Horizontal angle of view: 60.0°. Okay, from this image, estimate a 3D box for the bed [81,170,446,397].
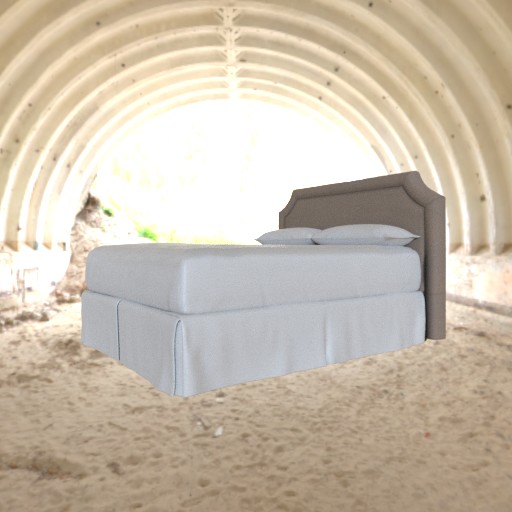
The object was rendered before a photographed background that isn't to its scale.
[{"bbox_3d":[0.000,0.000,3.336,2.164,1.303,1.828,-1,1,-37],"label":"bed"}]
